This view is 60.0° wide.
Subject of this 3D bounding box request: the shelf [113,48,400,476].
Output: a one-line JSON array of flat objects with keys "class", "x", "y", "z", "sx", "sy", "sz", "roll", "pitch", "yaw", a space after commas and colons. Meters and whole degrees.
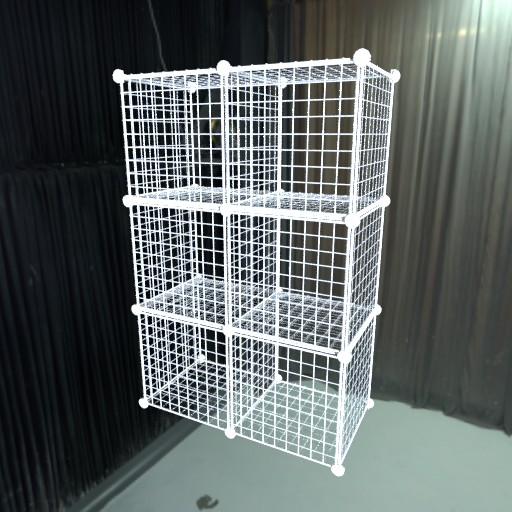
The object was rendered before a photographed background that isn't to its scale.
[{"class": "shelf", "x": 0.000, "y": 0.000, "z": 1.365, "sx": 0.711, "sy": 1.067, "sz": 0.356, "roll": 8, "pitch": 17, "yaw": 26}]
